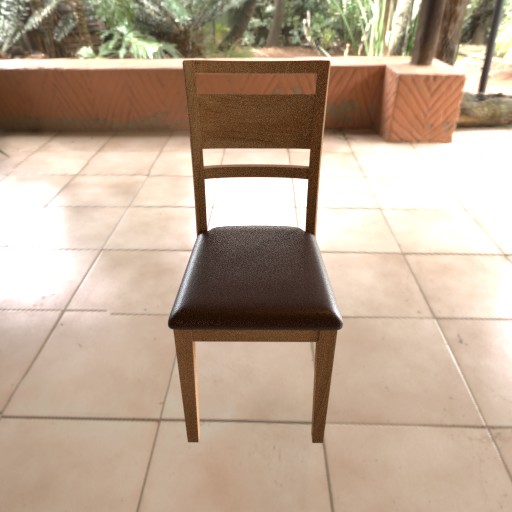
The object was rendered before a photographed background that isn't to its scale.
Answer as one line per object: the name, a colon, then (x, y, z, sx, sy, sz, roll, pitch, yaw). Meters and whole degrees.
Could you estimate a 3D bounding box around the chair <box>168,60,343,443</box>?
chair: (0.000, 0.000, 1.231, 0.420, 0.940, 0.545, 0, 32, 0)
